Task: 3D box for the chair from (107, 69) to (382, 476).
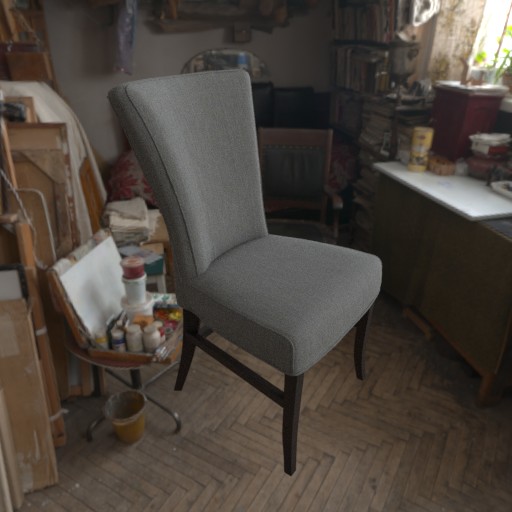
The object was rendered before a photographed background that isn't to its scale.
[{"bbox_3d":[0.000,0.000,1.341,0.660,0.991,0.520,19,34,32],"label":"chair"}]
